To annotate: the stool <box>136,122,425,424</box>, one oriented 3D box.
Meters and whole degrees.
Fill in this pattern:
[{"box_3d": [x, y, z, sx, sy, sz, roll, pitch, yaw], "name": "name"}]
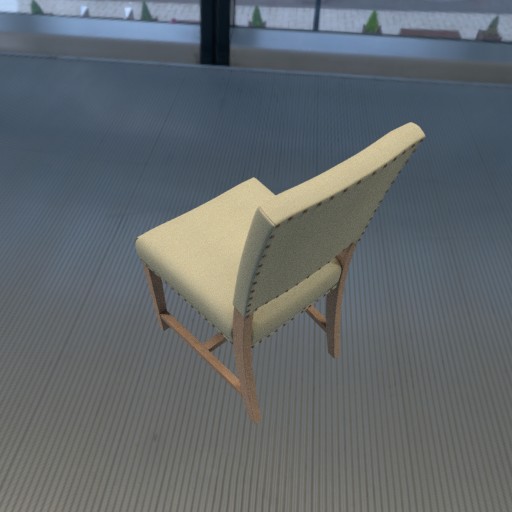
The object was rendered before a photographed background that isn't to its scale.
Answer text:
[{"box_3d": [0.000, 0.000, 1.349, 0.508, 0.986, 0.623, -32, 55, -26], "name": "stool"}]
